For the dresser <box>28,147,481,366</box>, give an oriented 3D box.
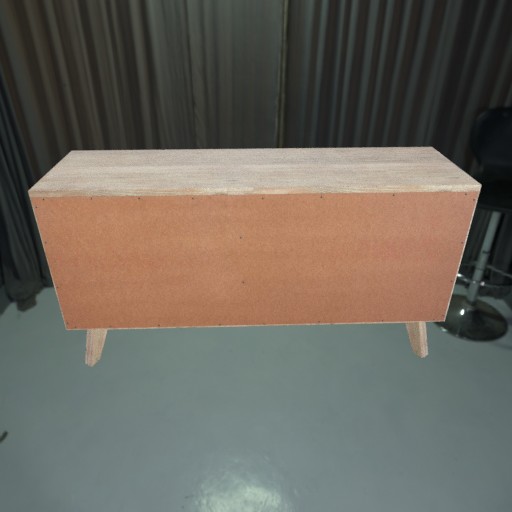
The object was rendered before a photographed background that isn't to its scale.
[{"bbox_3d":[0.000,0.000,1.915,1.554,0.805,0.455,-1,30,-2],"label":"dresser"}]
